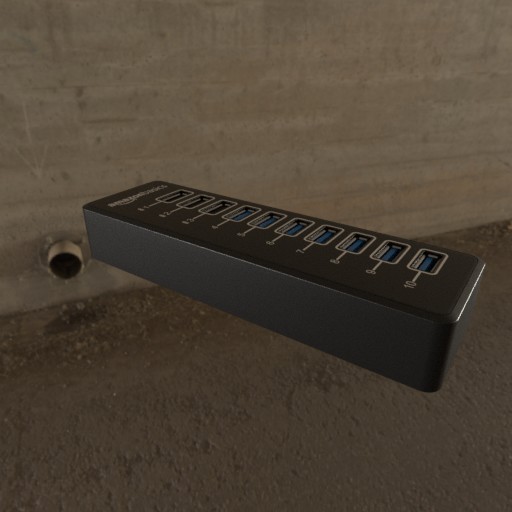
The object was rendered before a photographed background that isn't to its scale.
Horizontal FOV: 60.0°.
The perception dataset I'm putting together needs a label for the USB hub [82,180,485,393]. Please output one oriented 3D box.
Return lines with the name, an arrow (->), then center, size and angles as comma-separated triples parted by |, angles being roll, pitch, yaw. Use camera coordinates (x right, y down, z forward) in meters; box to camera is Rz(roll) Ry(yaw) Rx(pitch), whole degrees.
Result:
USB hub -> 0.000, 0.000, 0.163 | 0.145, 0.023, 0.044 | 17, 32, 30
